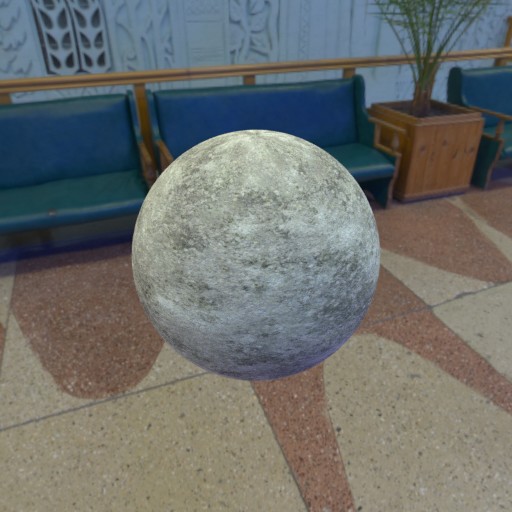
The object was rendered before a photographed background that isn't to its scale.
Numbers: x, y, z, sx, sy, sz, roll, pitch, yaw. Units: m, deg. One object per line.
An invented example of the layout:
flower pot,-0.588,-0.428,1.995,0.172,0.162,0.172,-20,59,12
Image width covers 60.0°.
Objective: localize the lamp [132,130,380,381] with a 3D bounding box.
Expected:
lamp,0.000,0.000,0.782,0.422,0.429,0.422,0,32,0
